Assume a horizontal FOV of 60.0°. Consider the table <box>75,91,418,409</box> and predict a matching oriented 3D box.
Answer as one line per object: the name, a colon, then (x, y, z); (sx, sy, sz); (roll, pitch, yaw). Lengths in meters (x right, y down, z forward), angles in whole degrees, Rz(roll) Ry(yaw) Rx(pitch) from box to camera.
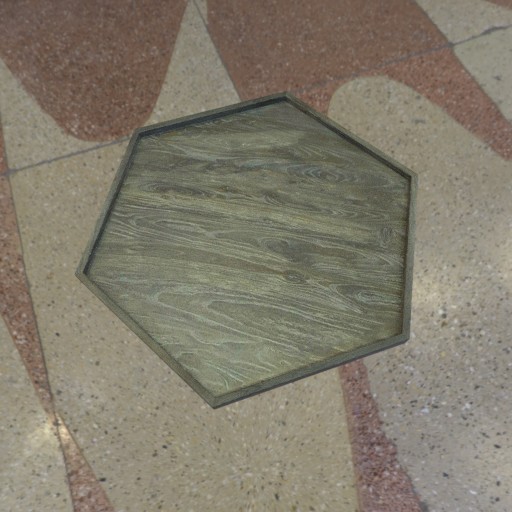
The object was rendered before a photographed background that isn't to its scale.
table: (0.000, 0.000, 1.585); (1.115, 0.488, 0.966); (-17, 65, -8)
